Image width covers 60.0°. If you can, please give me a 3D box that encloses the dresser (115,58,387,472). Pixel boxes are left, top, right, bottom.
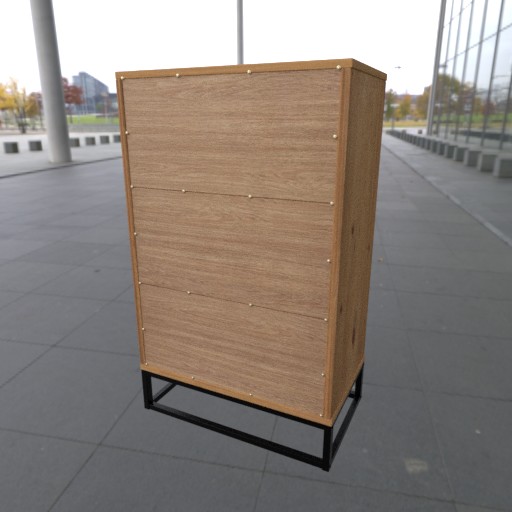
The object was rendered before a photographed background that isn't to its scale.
[{"bbox_3d":[0.000,0.000,1.618,0.761,1.240,0.479,8,19,25],"label":"dresser"}]
